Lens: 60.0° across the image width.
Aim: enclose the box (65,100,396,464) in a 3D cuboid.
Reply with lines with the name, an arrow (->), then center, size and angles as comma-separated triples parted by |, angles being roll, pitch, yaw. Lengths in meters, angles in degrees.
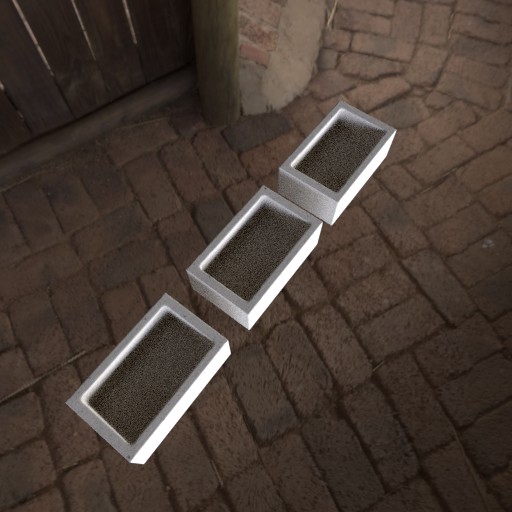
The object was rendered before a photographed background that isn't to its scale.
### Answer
box -> 0.000, 0.000, 0.491 | 0.082, 0.051, 0.461 | 34, 68, 16
